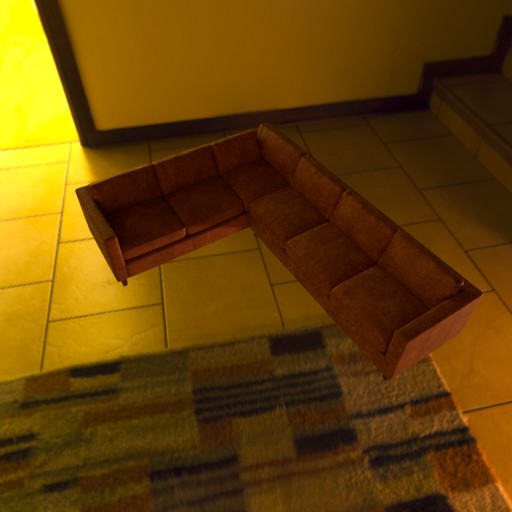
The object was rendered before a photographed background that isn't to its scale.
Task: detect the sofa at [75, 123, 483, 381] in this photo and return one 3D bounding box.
[{"bbox_3d":[0.000,0.000,4.282,2.438,0.838,3.150,-25,51,-22],"label":"sofa"}]
